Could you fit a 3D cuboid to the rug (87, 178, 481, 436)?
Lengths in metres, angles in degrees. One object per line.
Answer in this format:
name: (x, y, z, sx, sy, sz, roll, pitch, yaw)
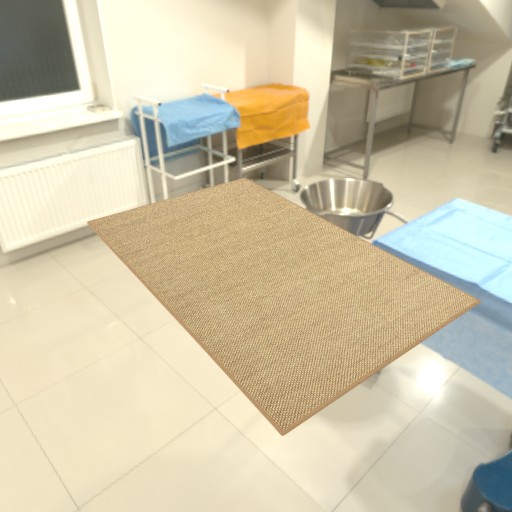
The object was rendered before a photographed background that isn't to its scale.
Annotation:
rug: (0.000, 0.000, 2.108, 1.061, 0.012, 1.668, -22, 38, -31)
